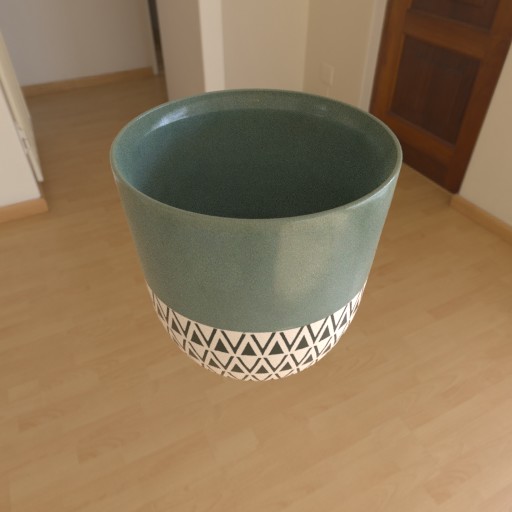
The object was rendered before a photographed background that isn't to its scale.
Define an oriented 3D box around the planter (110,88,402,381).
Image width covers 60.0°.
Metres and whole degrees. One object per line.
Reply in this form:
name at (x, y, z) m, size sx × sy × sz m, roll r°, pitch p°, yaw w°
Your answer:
planter at (0.000, 0.000, 0.377) m, size 0.198 × 0.214 × 0.198 m, roll 0°, pitch 40°, yaw 0°
